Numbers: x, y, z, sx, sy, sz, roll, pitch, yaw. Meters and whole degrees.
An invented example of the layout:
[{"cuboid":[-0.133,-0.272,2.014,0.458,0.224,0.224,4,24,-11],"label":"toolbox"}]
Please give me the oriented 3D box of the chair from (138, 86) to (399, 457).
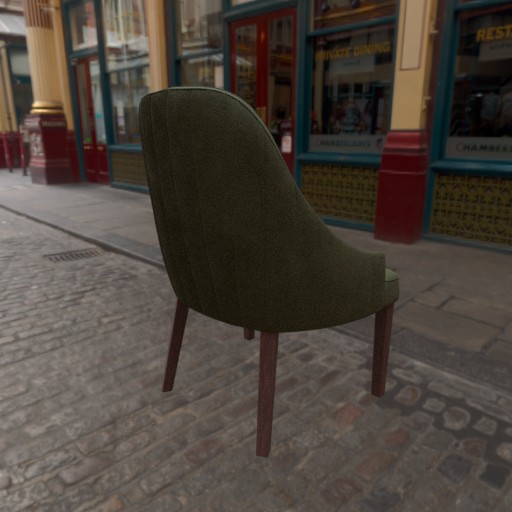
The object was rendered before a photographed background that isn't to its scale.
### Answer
[{"cuboid":[0.000,0.000,1.293,0.643,0.889,0.575,14,20,42],"label":"chair"}]
